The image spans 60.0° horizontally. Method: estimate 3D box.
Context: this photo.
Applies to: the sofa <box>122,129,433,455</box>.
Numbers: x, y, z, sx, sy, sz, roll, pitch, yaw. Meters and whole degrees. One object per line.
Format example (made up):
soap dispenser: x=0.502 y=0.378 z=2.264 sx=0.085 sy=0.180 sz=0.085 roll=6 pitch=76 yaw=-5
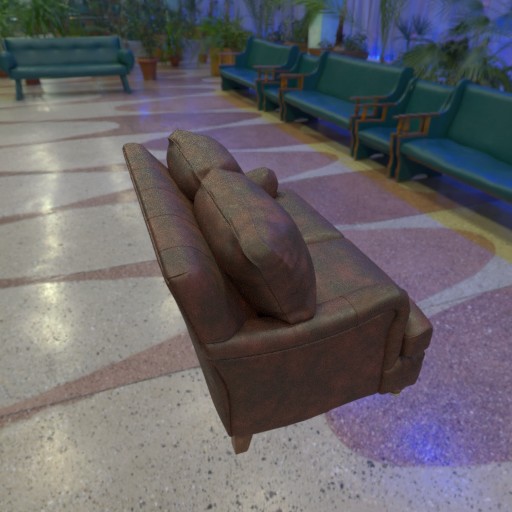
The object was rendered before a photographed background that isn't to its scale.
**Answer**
sofa: x=0.000 y=0.000 z=2.395 sx=1.148 sy=1.070 sz=1.628 roll=-11 pitch=33 yaw=-17
